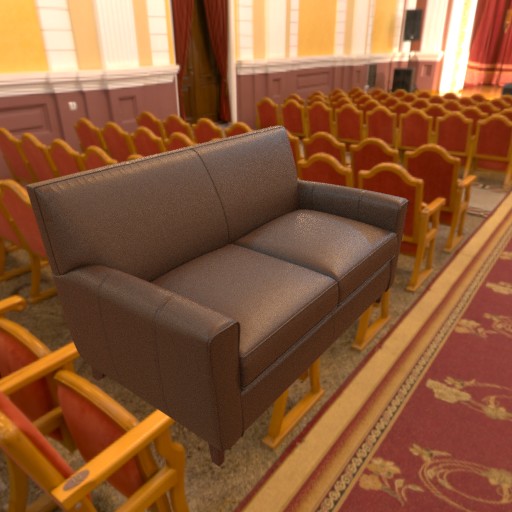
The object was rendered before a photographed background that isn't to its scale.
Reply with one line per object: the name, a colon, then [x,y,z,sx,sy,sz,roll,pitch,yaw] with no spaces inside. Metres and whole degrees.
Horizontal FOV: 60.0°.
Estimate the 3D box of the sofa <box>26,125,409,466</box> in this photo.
sofa: [0.000,0.000,1.971,0.853,0.859,1.468,19,32,33]
